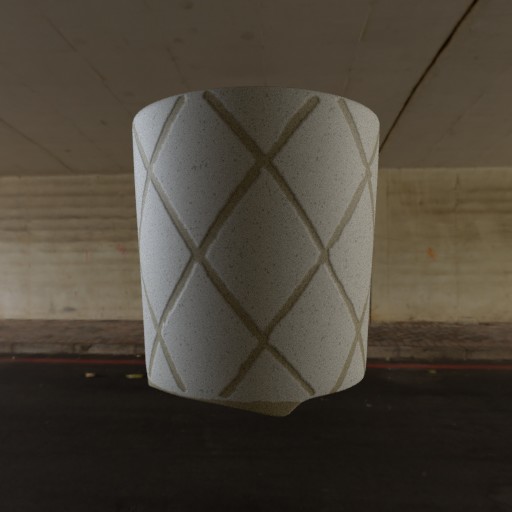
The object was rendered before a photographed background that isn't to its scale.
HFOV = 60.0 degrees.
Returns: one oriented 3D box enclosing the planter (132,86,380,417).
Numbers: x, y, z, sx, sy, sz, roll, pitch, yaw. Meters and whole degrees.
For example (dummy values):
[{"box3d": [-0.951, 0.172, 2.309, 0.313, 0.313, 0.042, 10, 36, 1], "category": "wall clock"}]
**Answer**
[{"box3d": [0.000, 0.000, 0.354, 0.191, 0.199, 0.191, 0, 0, 0], "category": "planter"}]
